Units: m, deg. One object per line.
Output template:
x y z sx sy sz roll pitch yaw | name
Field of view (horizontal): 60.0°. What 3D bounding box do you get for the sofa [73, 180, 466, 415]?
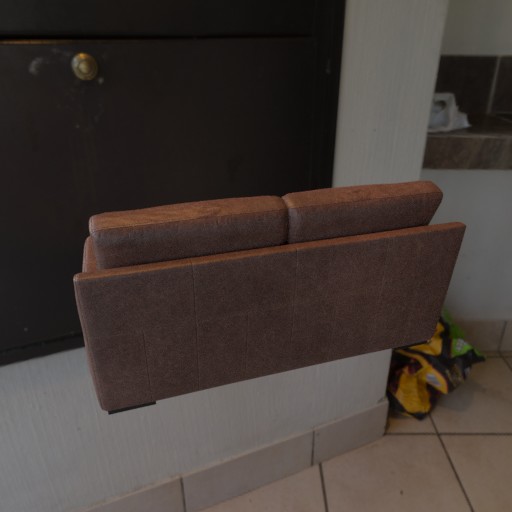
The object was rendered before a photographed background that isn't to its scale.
0.000 0.000 2.503 1.880 0.939 1.143 -8 27 -16 | sofa
